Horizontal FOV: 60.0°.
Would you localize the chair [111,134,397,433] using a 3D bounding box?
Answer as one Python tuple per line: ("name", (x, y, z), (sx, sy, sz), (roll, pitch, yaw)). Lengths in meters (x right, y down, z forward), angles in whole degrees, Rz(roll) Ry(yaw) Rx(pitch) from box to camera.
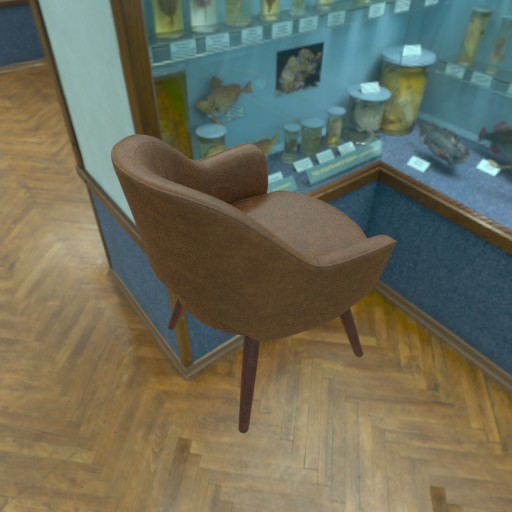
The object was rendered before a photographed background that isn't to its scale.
("chair", (0.000, 0.000, 1.225), (0.640, 0.777, 0.591), (-25, 47, -25))
